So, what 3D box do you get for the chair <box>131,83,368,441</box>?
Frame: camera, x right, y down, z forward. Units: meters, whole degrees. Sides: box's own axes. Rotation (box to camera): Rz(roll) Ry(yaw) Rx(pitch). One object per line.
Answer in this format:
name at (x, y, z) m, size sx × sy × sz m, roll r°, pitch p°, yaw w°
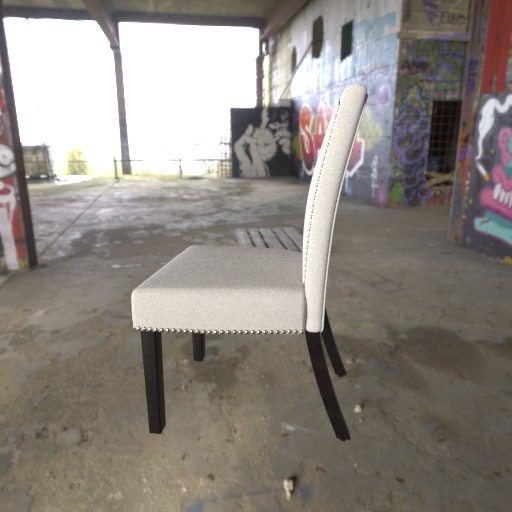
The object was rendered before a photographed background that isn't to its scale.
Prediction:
chair at (0.000, 0.000, 1.323) m, size 0.589 × 0.946 × 0.518 m, roll 2°, pitch 15°, yaw 9°
